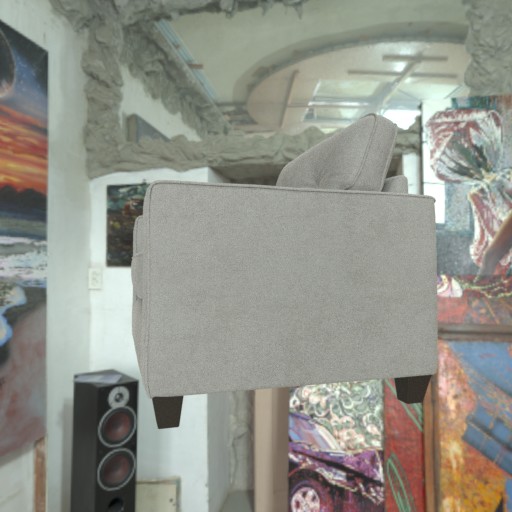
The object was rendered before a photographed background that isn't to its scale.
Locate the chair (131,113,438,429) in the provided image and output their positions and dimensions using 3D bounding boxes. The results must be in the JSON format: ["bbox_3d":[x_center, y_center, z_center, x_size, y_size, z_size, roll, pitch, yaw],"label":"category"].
[{"bbox_3d":[0.000,0.000,1.754,0.939,0.965,1.015,0,-2,-17],"label":"chair"}]
